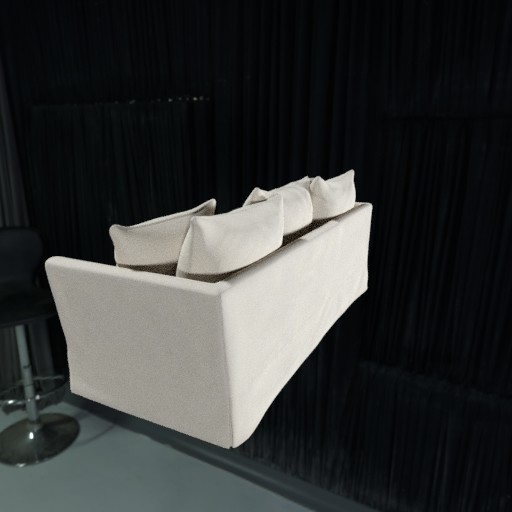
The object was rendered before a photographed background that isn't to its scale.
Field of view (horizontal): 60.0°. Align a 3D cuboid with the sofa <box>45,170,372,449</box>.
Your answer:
[{"bbox_3d":[0.000,0.000,3.014,1.046,1.047,2.499,8,17,26],"label":"sofa"}]
